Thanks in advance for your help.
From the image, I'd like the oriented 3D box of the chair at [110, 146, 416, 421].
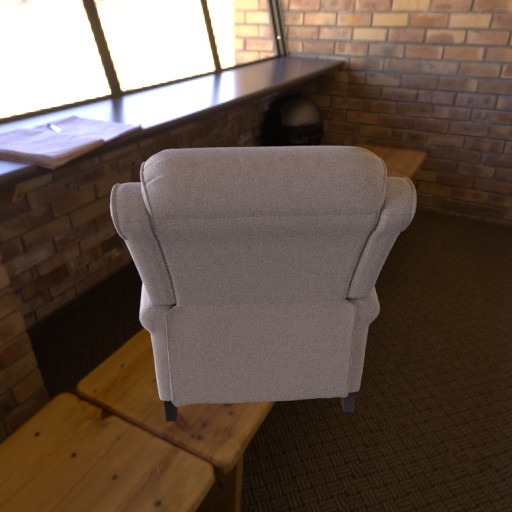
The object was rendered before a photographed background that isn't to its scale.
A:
[{"bbox_3d":[0.000,0.000,1.727,0.859,1.046,0.919,-2,30,-3],"label":"chair"}]
